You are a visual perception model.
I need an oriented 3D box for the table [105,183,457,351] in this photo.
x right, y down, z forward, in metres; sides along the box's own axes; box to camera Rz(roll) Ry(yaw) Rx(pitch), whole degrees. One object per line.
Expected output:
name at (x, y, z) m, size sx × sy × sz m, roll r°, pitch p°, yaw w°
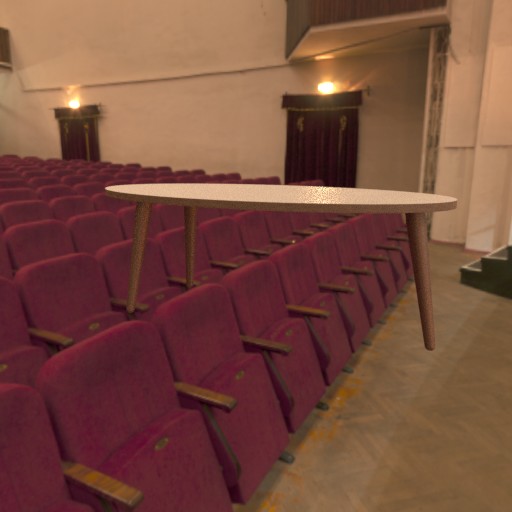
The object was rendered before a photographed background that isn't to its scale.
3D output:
table at (0.000, 0.000, 1.343) m, size 1.083 × 0.390 × 0.542 m, roll 7°, pitch 15°, yaw 28°
